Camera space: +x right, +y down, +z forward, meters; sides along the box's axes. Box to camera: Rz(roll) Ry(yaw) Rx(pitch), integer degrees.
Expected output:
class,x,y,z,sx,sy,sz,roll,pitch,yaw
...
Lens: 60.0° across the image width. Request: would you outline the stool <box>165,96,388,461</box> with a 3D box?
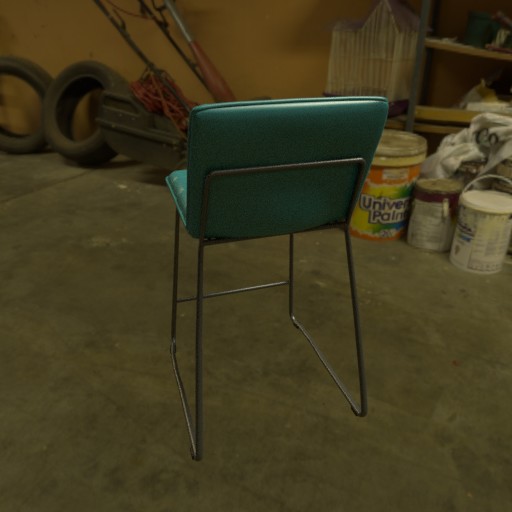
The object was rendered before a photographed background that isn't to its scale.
class,x,y,z,sx,sy,sz,roll,pitch,yaw
stool,0.000,0.000,1.191,0.489,0.866,0.524,-8,28,-16
